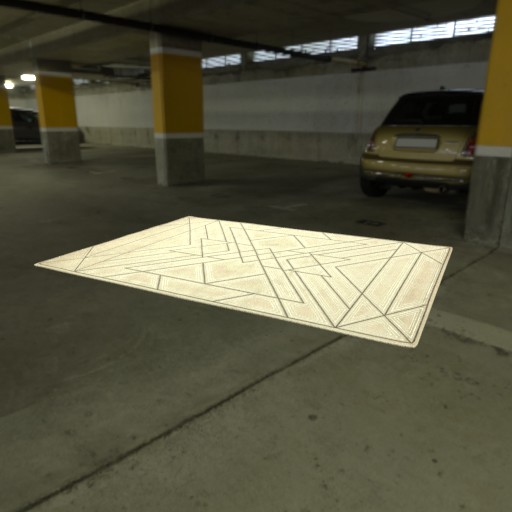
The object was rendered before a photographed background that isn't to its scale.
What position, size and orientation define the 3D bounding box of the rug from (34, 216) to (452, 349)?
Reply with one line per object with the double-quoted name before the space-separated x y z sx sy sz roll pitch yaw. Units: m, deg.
"rug" 0.000 0.000 4.364 3.381 0.026 2.436 9 19 26
